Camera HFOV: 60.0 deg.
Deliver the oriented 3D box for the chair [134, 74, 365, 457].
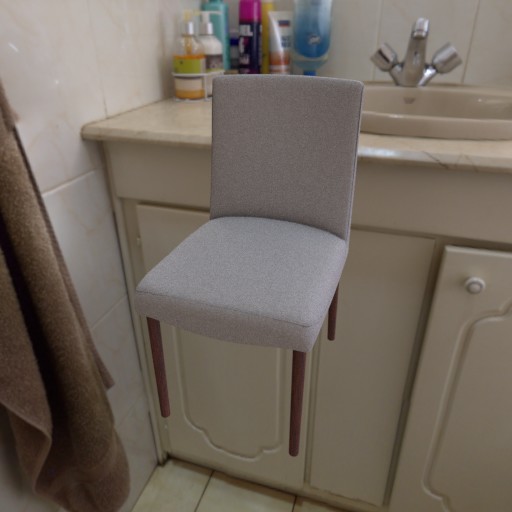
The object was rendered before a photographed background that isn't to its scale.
[{"bbox_3d":[0.000,0.000,1.197,0.456,0.859,0.570,10,29,17],"label":"chair"}]
